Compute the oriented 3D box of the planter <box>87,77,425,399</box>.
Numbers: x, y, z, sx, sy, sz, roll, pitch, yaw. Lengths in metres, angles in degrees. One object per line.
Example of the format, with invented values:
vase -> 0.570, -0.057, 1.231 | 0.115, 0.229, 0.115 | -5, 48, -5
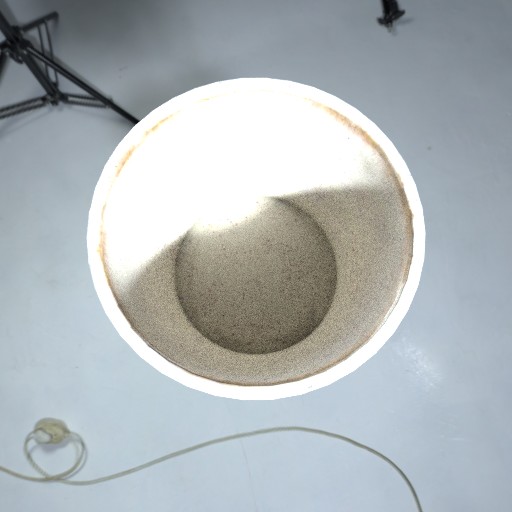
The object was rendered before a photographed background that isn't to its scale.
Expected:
planter -> 0.000, 0.000, 0.313 | 0.186, 0.144, 0.186 | 0, 75, 0
